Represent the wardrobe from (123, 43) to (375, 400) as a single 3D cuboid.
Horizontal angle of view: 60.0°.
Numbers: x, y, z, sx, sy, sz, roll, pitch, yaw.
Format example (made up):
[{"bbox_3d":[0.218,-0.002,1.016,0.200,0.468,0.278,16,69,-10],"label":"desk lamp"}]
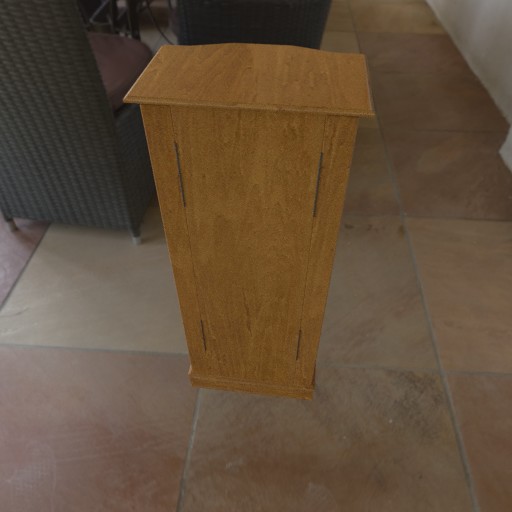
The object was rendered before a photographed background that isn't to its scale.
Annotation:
[{"bbox_3d":[0.000,0.000,1.139,0.406,0.959,0.273,5,45,5],"label":"wardrobe"}]
